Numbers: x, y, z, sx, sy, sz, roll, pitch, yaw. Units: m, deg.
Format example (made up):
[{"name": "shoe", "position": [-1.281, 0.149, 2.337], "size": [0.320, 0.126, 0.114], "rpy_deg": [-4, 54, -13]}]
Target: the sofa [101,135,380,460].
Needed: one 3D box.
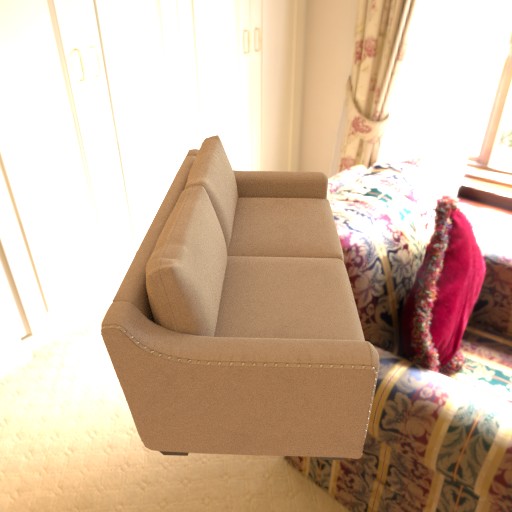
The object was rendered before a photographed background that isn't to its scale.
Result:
[{"name": "sofa", "position": [0.000, 0.000, 2.510], "size": [1.030, 0.901, 1.967], "rpy_deg": [1, 31, 2]}]
